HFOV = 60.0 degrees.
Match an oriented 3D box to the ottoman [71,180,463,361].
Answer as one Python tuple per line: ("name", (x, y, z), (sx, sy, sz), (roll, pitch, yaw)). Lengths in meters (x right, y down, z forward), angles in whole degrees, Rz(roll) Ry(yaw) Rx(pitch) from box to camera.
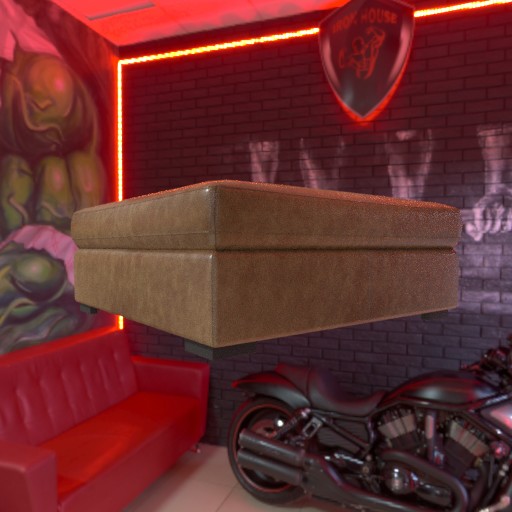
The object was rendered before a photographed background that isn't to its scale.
("ottoman", (0.000, 0.000, 1.842), (1.169, 0.483, 1.168), (-1, 2, -38))
